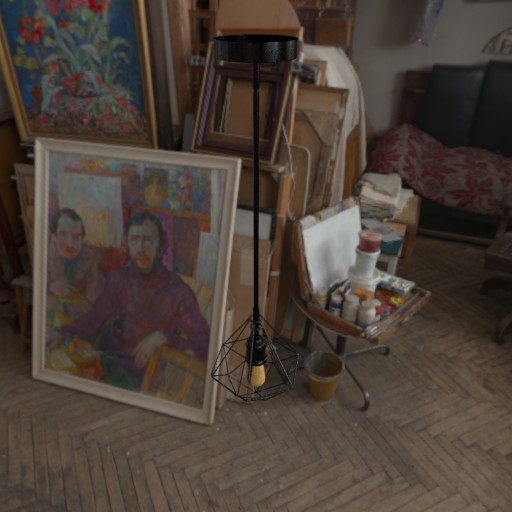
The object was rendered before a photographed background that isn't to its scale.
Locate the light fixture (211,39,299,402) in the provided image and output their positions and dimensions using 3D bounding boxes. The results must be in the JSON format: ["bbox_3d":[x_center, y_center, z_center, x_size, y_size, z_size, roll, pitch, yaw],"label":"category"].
[{"bbox_3d":[0.000,0.000,1.993,0.487,1.764,0.431,-10,33,-16],"label":"light fixture"}]
